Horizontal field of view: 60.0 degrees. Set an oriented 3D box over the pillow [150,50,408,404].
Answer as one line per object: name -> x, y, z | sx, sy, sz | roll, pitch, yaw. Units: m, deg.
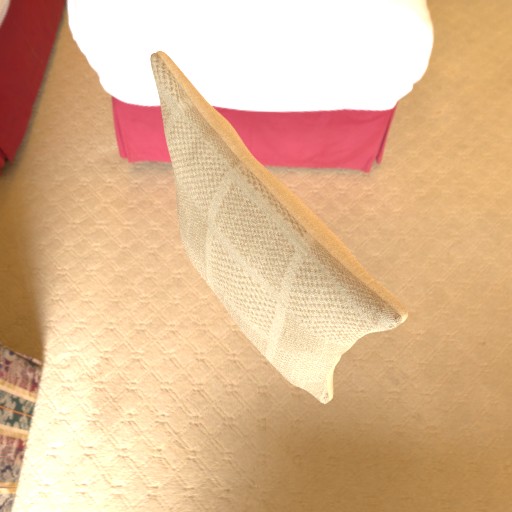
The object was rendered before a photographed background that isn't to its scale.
pillow -> 0.000, 0.000, 0.660 | 0.138, 0.432, 0.436 | -33, 67, -16
